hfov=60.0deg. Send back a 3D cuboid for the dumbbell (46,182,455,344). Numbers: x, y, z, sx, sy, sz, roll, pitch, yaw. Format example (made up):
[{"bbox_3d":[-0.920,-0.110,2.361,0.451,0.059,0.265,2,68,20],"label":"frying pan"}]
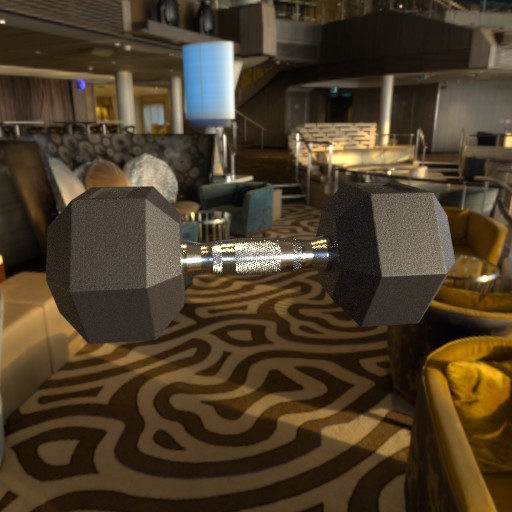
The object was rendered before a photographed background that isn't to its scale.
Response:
[{"bbox_3d":[0.000,0.000,0.375,0.315,0.113,0.129,-2,17,-8],"label":"dumbbell"}]
